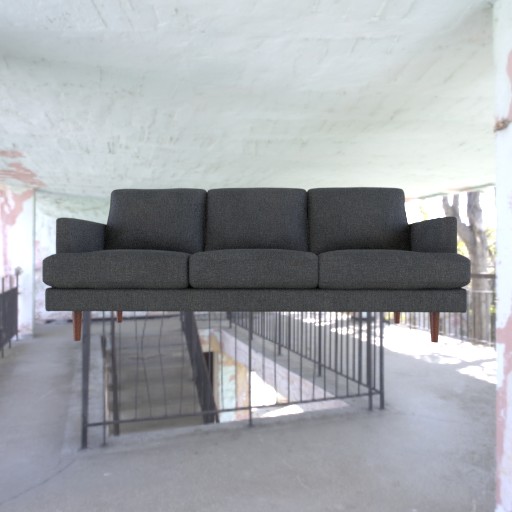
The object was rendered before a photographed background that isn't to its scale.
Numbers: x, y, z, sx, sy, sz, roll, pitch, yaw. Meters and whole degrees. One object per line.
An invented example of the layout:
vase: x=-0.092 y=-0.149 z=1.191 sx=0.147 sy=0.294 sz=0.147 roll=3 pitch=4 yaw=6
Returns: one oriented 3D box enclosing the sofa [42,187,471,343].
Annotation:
sofa: x=0.000 y=0.000 z=2.730 sx=2.246 sy=0.930 sz=0.903 roll=0 pitch=0 yaw=2
